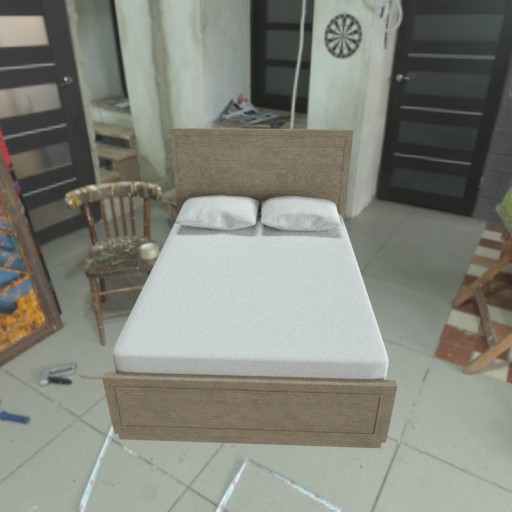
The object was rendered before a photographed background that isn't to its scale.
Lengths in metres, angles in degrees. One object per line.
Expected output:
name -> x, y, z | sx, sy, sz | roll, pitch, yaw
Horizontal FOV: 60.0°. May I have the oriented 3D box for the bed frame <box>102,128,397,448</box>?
bed frame -> 0.000, 0.000, 3.275 | 1.606, 1.369, 2.189 | 1, 28, 2
